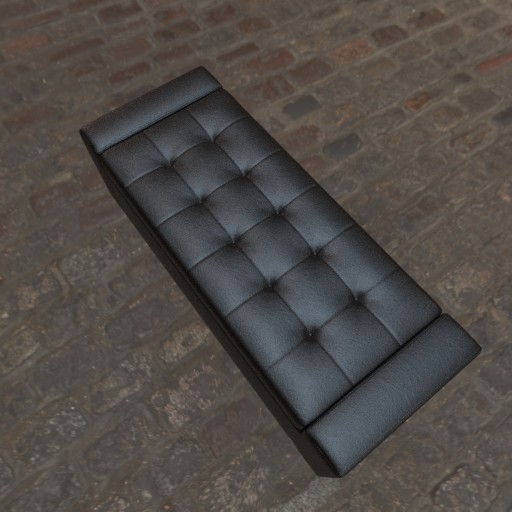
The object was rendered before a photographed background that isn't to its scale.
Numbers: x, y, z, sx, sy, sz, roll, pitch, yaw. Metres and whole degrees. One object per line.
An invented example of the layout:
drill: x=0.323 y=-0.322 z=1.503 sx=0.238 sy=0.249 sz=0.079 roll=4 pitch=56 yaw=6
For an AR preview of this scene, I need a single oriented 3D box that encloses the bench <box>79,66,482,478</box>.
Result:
bench: x=0.000 y=0.000 z=1.480 sx=0.508 sy=0.445 sz=1.296 roll=-34 pitch=69 yaw=-15
